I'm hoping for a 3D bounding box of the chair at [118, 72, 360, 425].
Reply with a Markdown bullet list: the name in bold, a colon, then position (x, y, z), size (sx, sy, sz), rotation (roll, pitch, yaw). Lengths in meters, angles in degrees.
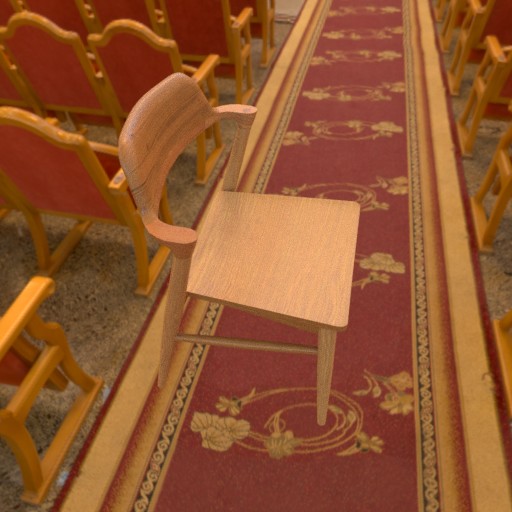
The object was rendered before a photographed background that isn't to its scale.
- **chair**: position (0.000, 0.000, 1.140), size (0.499, 0.792, 0.512), rotation (10, 47, 9)
